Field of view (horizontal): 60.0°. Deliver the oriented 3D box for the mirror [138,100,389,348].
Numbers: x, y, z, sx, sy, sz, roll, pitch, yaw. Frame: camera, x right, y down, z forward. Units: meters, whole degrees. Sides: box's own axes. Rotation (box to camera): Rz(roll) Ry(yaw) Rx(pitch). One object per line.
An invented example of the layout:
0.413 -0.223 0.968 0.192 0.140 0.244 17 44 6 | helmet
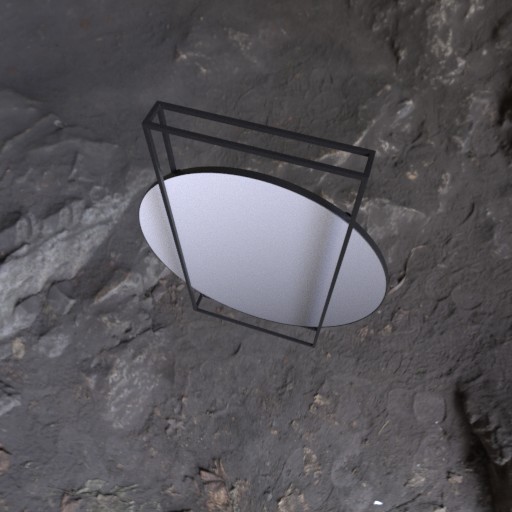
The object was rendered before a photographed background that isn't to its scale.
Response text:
0.000 0.000 0.849 0.508 0.603 0.051 16 59 10 | mirror
